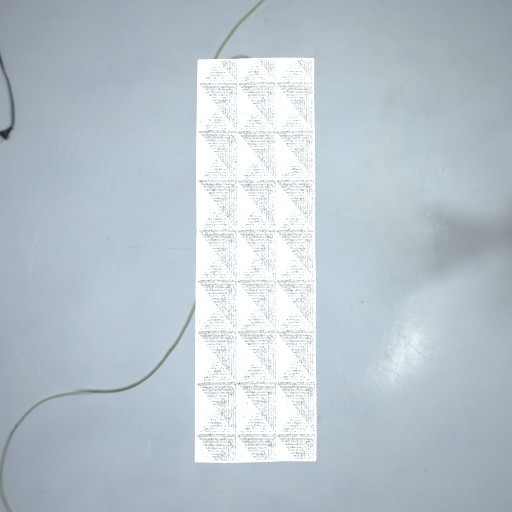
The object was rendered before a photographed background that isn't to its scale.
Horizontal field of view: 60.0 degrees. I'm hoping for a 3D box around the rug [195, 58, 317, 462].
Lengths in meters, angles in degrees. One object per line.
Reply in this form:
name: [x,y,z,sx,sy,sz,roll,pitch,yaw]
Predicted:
rug: [0.000,0.000,2.391,0.645,0.015,2.182,0,87,0]
